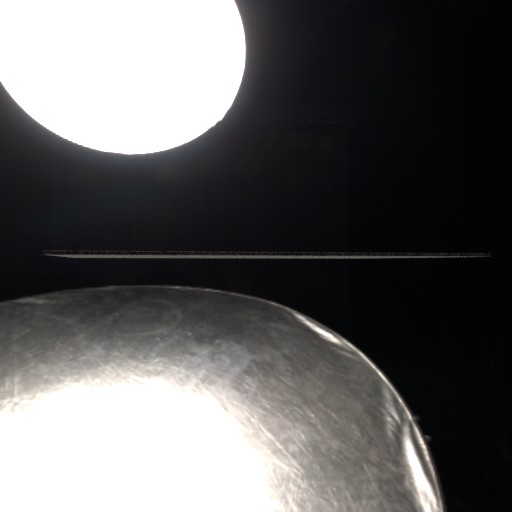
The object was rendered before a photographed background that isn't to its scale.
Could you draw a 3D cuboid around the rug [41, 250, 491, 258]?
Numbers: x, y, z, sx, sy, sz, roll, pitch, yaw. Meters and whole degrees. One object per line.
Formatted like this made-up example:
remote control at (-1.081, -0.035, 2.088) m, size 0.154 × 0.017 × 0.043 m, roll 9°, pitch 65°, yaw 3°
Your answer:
rug at (0.000, 0.000, 2.855) m, size 2.298 × 0.017 × 1.501 m, roll 0°, pitch -1°, yaw -18°
